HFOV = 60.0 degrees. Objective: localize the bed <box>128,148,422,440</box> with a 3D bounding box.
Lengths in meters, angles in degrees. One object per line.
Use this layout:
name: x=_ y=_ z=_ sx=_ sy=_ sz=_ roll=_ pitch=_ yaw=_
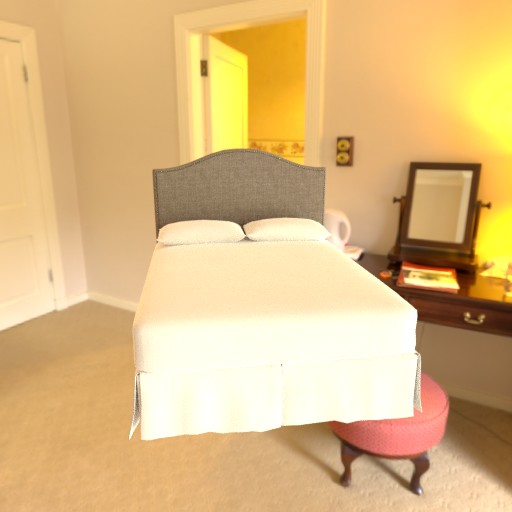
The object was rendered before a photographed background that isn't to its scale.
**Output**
bed: x=0.000 y=0.000 z=3.330 sx=1.713 sy=1.518 sz=2.153 roll=-2 pitch=15 yaw=-8
